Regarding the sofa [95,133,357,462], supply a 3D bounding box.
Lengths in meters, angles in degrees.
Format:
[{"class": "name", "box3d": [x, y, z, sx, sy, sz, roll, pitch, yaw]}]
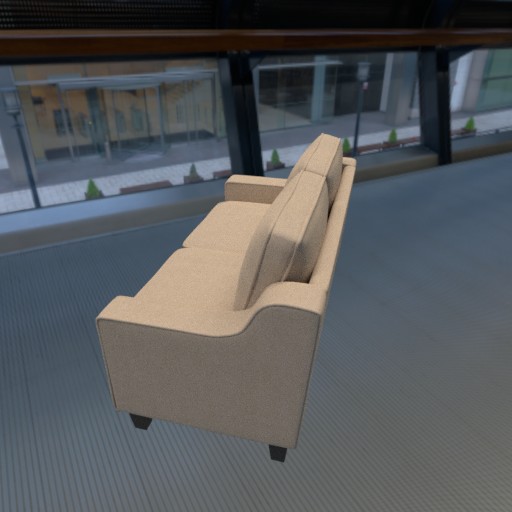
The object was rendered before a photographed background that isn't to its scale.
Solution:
[{"class": "sofa", "box3d": [0.000, 0.000, 3.590, 1.351, 1.562, 2.587, 7, 30, 13]}]
